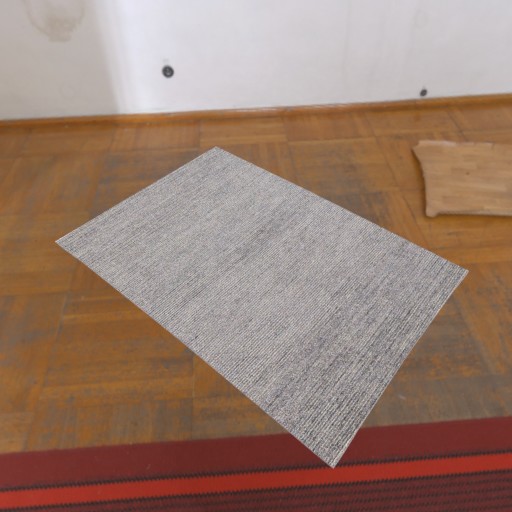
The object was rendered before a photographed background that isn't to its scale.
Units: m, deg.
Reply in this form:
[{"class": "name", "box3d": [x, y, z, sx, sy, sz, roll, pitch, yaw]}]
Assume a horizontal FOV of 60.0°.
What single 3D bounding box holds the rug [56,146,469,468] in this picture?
[{"class": "rug", "box3d": [0.000, 0.000, 2.979, 2.307, 0.030, 1.604, 32, 54, 27]}]
